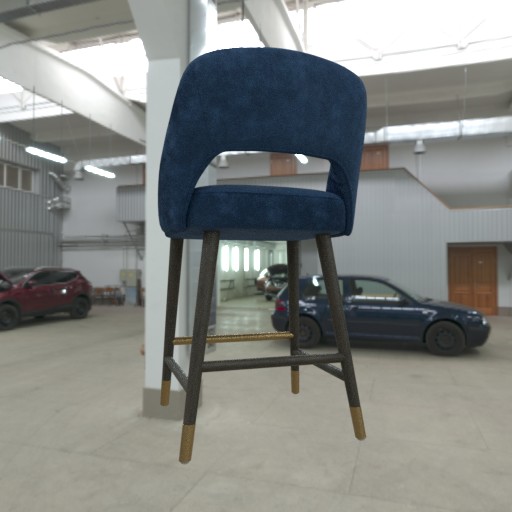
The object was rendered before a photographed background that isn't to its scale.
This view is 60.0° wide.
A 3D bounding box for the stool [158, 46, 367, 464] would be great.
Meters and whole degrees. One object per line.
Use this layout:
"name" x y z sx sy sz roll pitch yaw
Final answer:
"stool" 0.000 0.000 1.224 0.536 0.925 0.524 0 -2 -18
